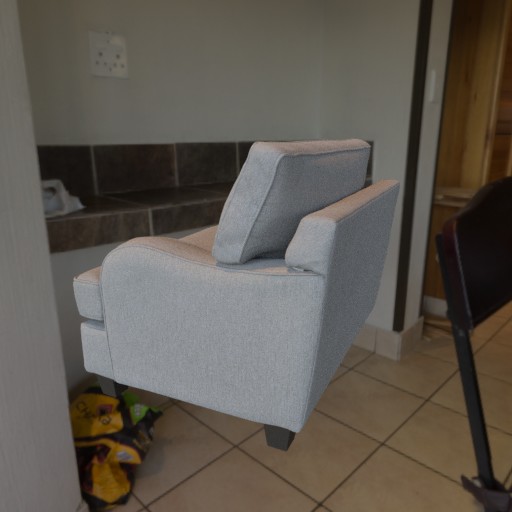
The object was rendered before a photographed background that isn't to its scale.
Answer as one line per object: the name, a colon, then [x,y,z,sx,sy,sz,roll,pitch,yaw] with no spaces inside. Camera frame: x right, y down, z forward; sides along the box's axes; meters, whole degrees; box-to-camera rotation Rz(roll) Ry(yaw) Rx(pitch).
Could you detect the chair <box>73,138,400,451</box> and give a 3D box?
chair: [0.000,0.000,1.990,1.041,1.016,1.220,7,17,25]
